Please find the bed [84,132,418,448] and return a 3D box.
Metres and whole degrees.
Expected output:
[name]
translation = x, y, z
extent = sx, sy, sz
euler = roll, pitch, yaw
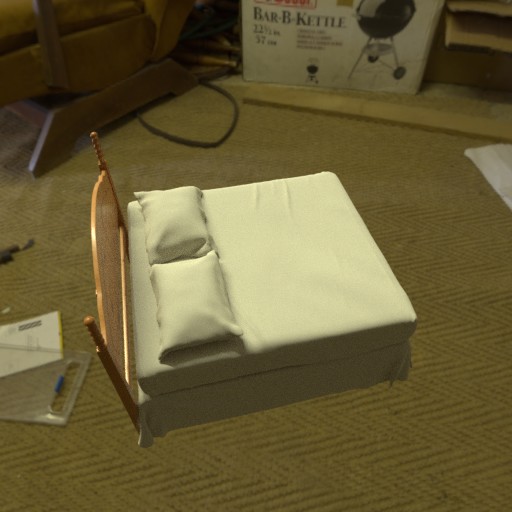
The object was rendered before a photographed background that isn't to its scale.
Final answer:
[bed]
translation = 0.000, 0.000, 3.230
extent = 2.040, 1.356, 1.873
euler = -10, 49, -9
